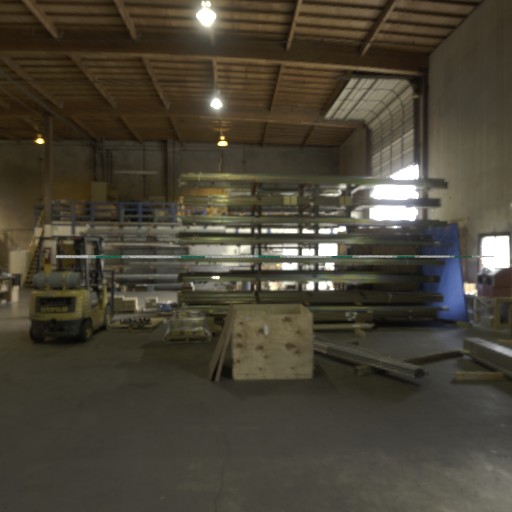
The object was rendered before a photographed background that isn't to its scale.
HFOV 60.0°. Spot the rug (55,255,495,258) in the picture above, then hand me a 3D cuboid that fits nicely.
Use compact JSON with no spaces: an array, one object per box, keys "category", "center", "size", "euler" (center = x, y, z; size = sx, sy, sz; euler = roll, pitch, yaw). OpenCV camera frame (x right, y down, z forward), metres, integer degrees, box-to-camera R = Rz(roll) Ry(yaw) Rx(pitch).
[{"category":"rug","center":[0.000,0.000,4.064],"size":[3.041,0.019,2.434],"euler":[0,0,-16]}]
